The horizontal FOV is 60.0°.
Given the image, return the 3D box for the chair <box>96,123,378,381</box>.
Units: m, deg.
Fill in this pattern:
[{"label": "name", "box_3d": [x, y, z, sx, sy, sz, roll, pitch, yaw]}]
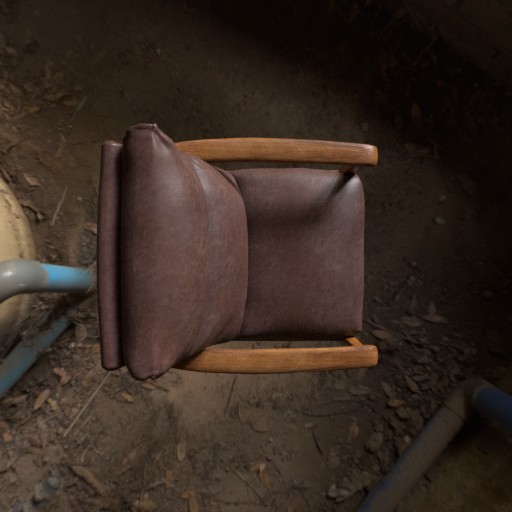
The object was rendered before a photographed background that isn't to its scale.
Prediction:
[{"label": "chair", "box_3d": [0.000, 0.000, 1.513, 0.830, 0.897, 0.782, 0, 90, -2]}]
